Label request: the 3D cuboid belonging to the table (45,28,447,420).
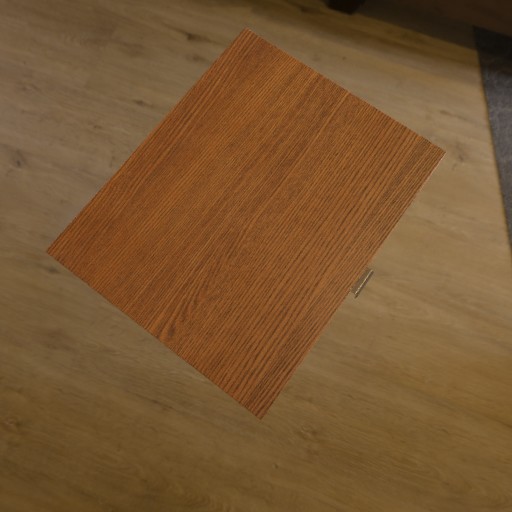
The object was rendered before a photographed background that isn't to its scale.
[{"bbox_3d":[0.000,0.000,0.951,0.400,0.610,0.482,35,78,9],"label":"table"}]
